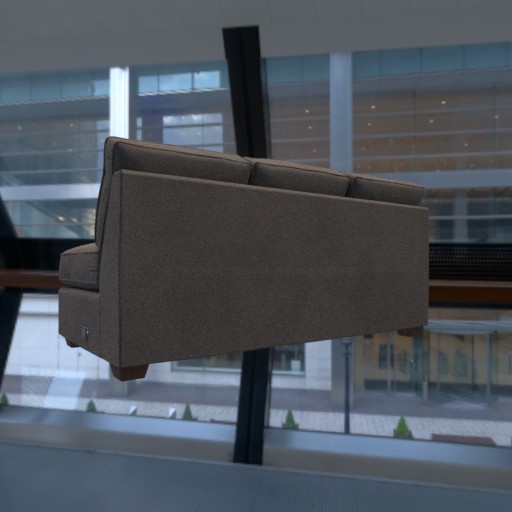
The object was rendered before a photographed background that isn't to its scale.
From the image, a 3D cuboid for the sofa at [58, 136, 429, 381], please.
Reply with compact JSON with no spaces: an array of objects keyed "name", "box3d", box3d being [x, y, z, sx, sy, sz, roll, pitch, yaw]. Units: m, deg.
[{"name":"sofa","box3d":[0.000,0.000,2.571,1.962,0.973,1.027,1,-1,-36]}]
